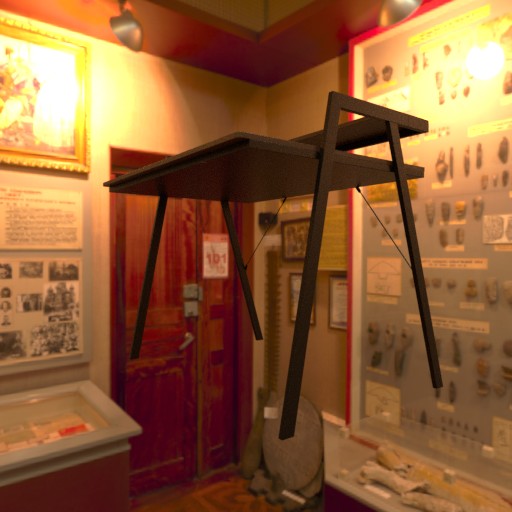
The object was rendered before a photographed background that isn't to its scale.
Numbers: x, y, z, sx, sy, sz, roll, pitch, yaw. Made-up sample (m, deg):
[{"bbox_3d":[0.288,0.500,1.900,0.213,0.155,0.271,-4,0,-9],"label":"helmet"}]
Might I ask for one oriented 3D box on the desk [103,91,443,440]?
[{"bbox_3d":[0.000,0.000,1.869,0.936,0.998,1.143,0,1,-37],"label":"desk"}]
